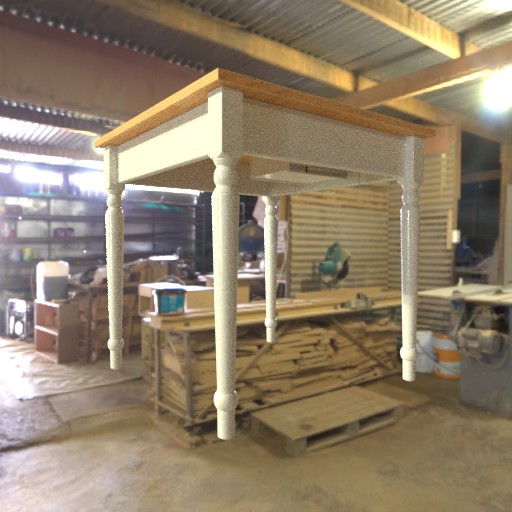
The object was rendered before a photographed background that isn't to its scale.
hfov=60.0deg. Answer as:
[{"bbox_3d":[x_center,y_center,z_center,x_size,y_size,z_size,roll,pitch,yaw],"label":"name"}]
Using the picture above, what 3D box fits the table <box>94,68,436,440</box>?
[{"bbox_3d":[0.000,0.000,1.369,0.747,0.738,0.747,-1,2,-37],"label":"table"}]
